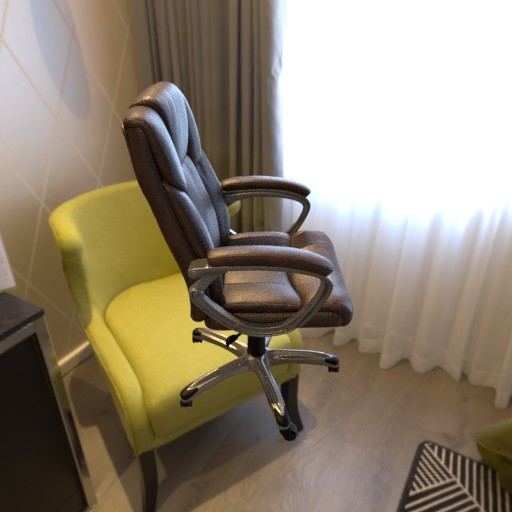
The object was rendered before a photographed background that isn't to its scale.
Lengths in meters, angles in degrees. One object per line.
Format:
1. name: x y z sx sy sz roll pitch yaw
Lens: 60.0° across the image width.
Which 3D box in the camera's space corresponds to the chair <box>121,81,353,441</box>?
1. chair: 0.000 0.000 1.561 0.692 1.128 0.656 0 29 0
